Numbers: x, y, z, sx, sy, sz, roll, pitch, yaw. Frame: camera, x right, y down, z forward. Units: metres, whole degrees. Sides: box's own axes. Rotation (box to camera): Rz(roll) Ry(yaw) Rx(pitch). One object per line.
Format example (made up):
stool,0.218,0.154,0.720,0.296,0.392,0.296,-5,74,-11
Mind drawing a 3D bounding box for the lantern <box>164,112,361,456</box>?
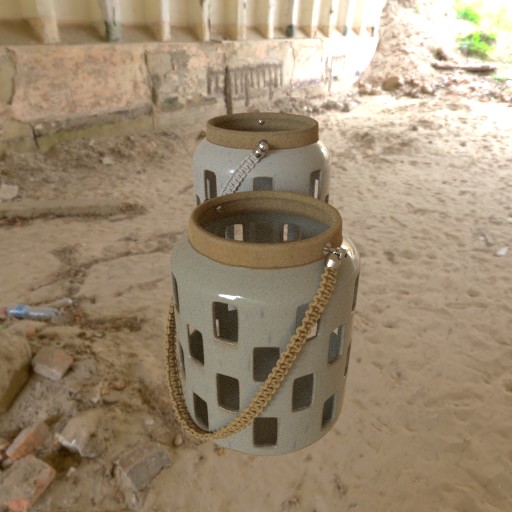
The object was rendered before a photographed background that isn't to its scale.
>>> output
lantern,0.000,0.000,0.485,0.184,0.255,0.347,0,27,0
